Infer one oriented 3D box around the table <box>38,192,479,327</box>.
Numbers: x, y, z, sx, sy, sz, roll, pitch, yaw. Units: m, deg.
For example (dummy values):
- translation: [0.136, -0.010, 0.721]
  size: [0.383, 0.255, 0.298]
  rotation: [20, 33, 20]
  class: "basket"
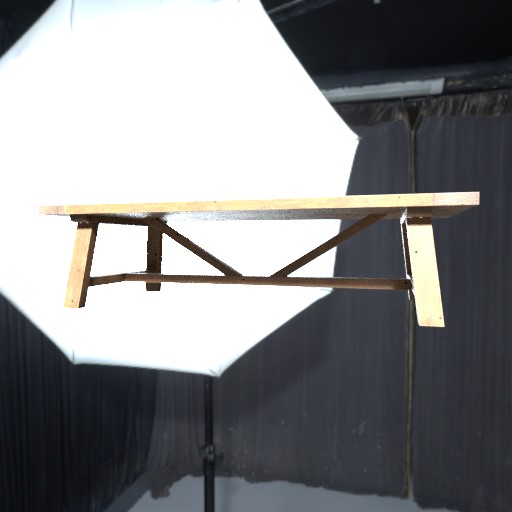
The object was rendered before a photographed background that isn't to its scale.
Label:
- translation: [0.000, 0.000, 2.135]
  size: [1.800, 0.465, 0.820]
  rotation: [0, 2, 17]
  class: "table"
